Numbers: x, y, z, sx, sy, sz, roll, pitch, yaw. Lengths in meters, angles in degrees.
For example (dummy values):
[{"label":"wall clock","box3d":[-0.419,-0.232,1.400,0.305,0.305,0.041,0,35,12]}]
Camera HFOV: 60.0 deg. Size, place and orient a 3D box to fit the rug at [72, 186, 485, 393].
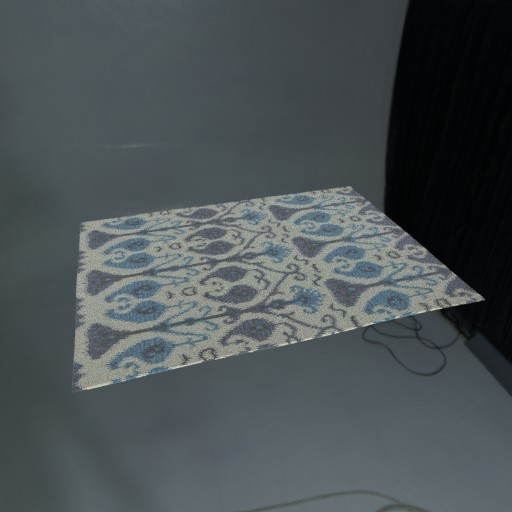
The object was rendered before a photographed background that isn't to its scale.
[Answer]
[{"label":"rug","box3d":[0.000,0.000,2.947,2.261,0.013,1.676,-10,34,-14]}]
